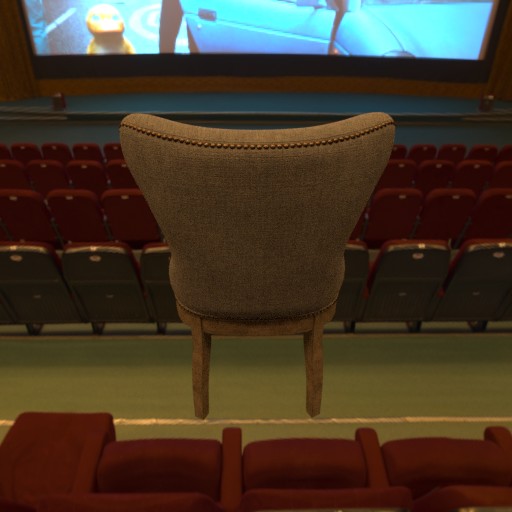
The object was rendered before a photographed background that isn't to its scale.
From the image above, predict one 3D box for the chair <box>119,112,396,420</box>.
[{"bbox_3d":[0.000,0.000,1.445,0.654,1.002,0.681,-1,31,-1],"label":"chair"}]
